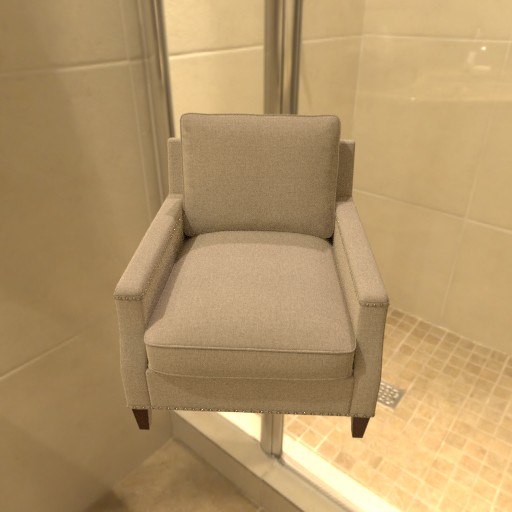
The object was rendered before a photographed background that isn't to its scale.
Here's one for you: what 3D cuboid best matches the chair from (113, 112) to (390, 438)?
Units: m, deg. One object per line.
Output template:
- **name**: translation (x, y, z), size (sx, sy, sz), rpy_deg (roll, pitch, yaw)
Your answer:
- **chair**: translation (0.000, 0.000, 1.748), size (0.853, 0.943, 1.014), rpy_deg (1, 30, 2)
